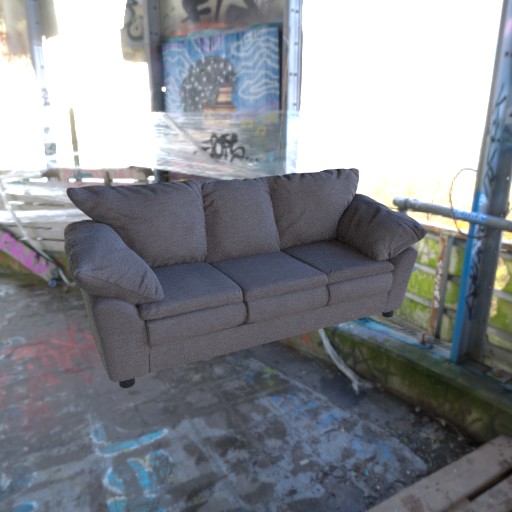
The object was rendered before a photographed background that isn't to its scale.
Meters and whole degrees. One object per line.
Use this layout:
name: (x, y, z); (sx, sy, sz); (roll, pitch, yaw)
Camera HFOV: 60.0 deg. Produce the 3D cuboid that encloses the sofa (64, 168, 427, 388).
sofa: (0.000, 0.000, 3.016); (2.390, 1.043, 0.927); (-9, 19, -27)
